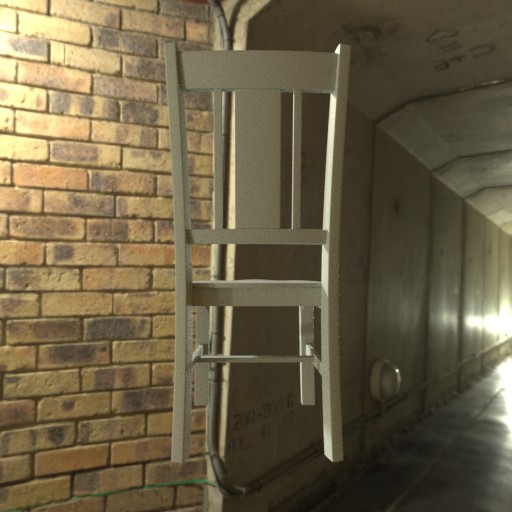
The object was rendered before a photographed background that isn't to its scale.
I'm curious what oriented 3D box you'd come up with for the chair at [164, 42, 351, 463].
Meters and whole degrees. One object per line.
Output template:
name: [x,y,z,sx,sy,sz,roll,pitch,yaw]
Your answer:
chair: [0.000,0.000,1.295,0.450,0.998,0.555,0,-3,-1]
